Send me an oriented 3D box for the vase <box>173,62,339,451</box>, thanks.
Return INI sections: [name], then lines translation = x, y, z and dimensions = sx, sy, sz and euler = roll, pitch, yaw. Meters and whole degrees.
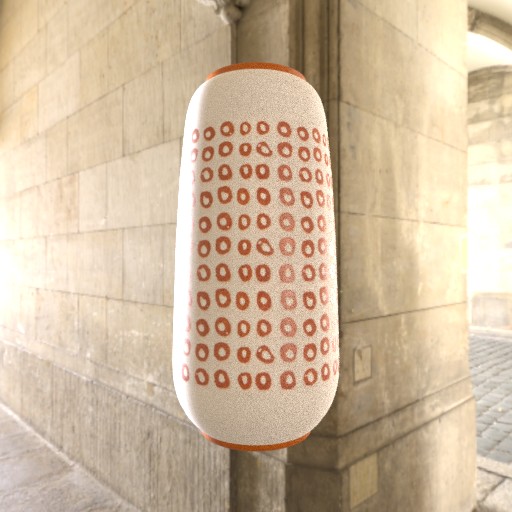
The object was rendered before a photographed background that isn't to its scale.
[vase]
translation = 0.000, 0.000, 0.362
dimensions = 0.133, 0.282, 0.133
euler = 0, 0, 0
